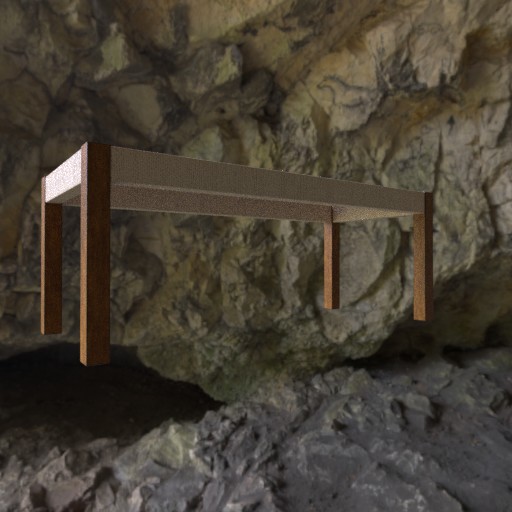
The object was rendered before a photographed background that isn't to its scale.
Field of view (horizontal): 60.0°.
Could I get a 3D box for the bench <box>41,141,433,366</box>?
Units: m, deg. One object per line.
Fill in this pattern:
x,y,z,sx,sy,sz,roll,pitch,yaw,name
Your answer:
0.000,0.000,1.451,1.198,0.457,0.507,0,-1,-35,bench
